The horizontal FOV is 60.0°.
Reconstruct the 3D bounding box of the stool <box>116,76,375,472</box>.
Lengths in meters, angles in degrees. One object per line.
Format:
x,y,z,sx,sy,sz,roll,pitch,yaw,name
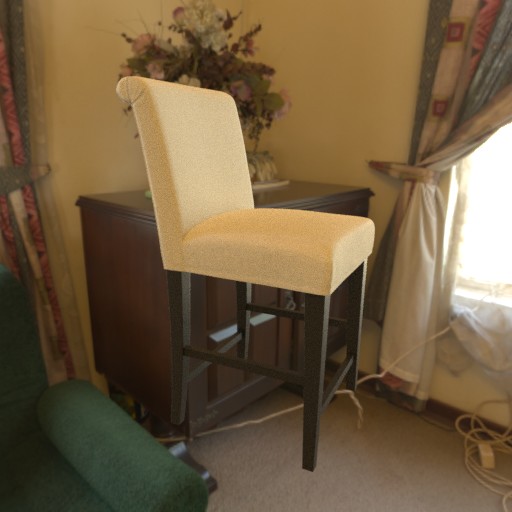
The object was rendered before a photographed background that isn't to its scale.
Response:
0.000,0.000,1.312,0.597,0.976,0.452,7,16,26,stool
